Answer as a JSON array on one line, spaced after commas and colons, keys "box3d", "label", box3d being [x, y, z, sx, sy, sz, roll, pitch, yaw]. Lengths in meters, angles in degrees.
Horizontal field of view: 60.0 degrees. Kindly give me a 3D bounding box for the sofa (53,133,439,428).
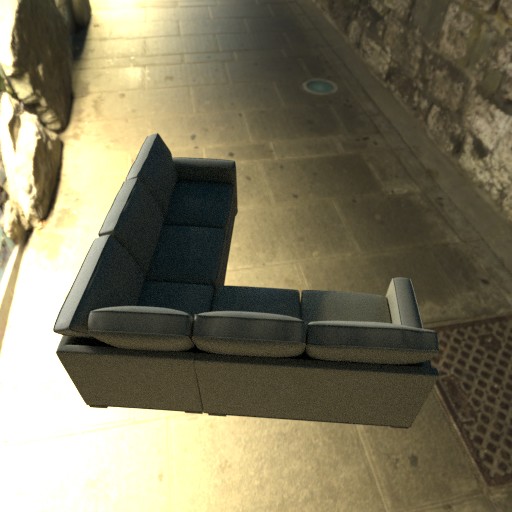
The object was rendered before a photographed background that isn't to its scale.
[{"box3d": [0.000, 0.000, 3.416, 2.188, 0.936, 2.211, 2, 45, 2], "label": "sofa"}]
